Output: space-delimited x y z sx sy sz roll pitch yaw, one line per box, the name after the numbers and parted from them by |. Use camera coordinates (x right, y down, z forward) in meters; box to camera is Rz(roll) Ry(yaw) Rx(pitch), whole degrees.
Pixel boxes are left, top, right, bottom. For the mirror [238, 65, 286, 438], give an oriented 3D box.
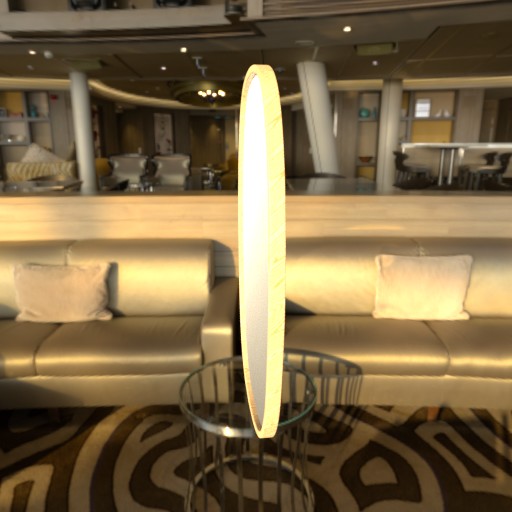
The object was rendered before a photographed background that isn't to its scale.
0.000 0.000 1.358 0.037 1.075 0.724 -2 14 -8 | mirror
